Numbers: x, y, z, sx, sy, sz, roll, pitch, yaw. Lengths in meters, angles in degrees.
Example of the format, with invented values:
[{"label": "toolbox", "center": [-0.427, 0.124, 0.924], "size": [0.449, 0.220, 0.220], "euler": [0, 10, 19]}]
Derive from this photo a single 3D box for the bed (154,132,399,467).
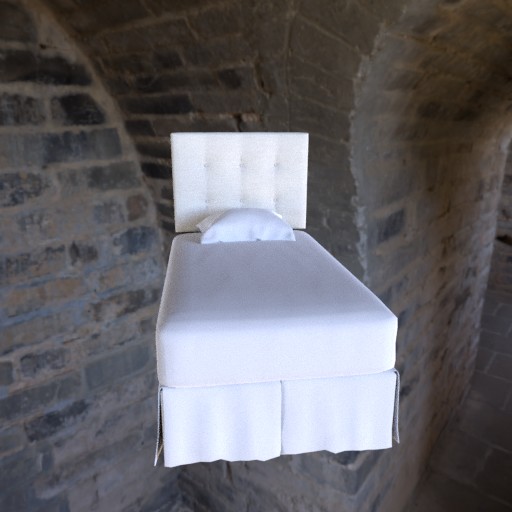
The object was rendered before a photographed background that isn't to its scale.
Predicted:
[{"label": "bed", "center": [0.000, 0.000, 2.946], "size": [1.261, 1.571, 1.997], "euler": [-2, 16, -7]}]
